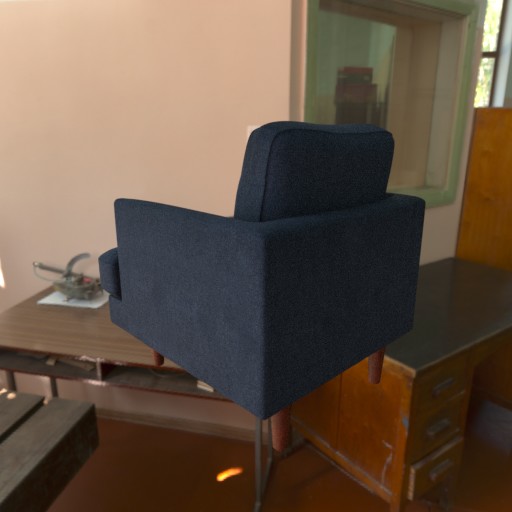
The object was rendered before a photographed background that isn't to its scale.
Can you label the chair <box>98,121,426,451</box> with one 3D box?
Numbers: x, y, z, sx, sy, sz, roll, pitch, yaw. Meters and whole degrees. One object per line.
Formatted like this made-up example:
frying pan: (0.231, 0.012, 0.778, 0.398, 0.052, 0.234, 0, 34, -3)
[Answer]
chair: (0.000, 0.000, 1.661, 0.858, 0.957, 0.899, -15, 22, -42)
